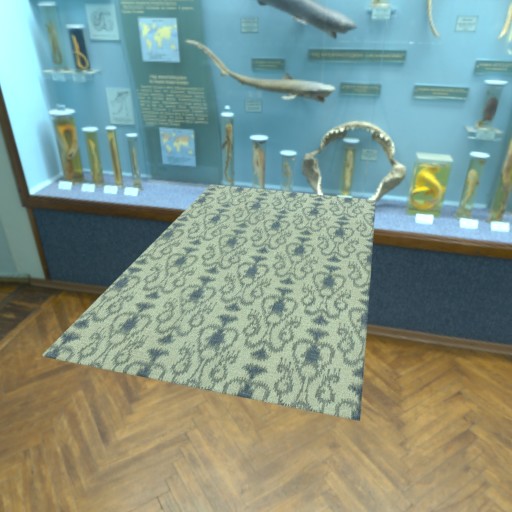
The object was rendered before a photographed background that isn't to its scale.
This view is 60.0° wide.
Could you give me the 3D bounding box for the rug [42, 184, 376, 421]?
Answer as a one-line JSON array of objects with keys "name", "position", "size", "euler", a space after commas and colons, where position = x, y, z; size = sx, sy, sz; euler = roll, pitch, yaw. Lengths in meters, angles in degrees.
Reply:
[{"name": "rug", "position": [0.000, 0.000, 2.045], "size": [1.035, 0.006, 1.652], "euler": [7, 30, 13]}]
